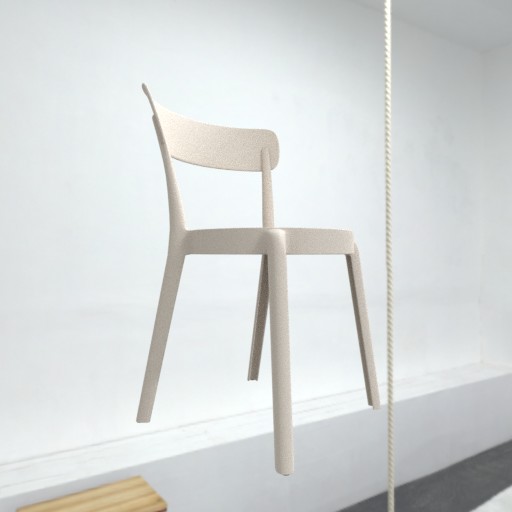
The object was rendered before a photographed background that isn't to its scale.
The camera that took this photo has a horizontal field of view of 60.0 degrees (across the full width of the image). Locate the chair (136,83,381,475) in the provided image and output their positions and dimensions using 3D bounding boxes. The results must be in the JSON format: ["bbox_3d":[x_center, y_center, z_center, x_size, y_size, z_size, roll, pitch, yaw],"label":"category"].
[{"bbox_3d":[0.000,0.000,1.118,0.491,0.790,0.506,0,1,37],"label":"chair"}]
